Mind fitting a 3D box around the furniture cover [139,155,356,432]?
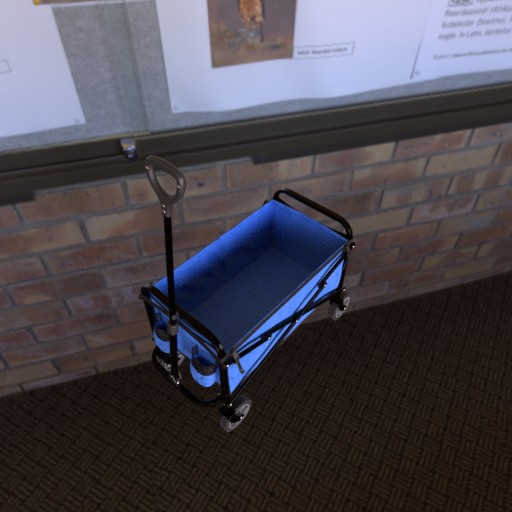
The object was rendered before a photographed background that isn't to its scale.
[{"bbox_3d":[0.000,0.000,1.847,0.532,1.295,1.038,33,54,28],"label":"furniture cover"}]
